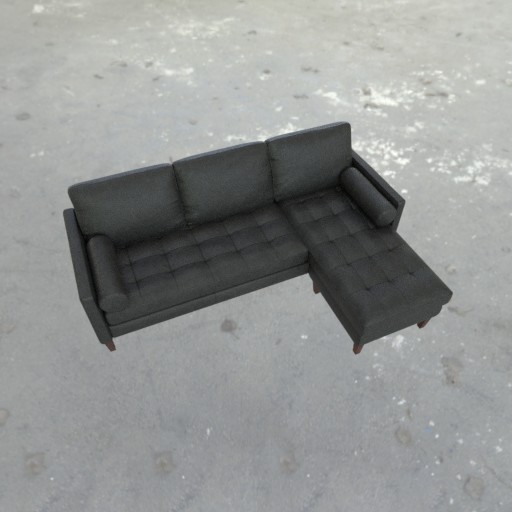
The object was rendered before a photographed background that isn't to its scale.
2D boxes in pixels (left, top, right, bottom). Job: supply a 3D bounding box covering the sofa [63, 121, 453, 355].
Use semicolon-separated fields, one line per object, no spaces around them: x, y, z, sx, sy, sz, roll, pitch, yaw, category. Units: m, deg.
0.000;0.000;2.890;2.178;0.876;1.497;-17;49;-16;sofa
